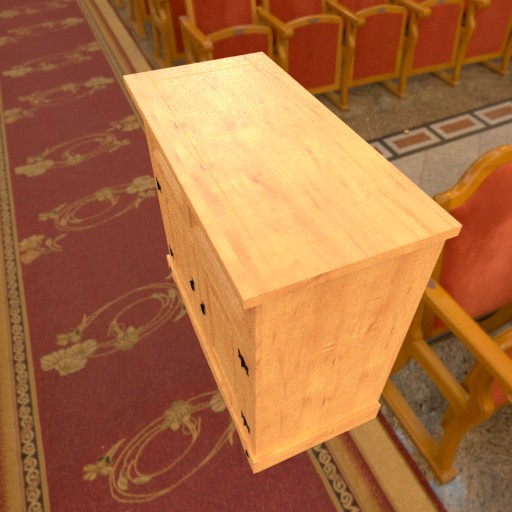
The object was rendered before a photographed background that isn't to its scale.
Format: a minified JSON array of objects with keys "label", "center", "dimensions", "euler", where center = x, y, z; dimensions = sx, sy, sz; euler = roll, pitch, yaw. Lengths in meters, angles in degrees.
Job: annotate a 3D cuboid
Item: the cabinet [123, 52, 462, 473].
[{"label":"cabinet","center":[0.000,0.000,1.371],"dimensions":[0.450,0.840,0.920],"euler":[-17,48,-16]}]
